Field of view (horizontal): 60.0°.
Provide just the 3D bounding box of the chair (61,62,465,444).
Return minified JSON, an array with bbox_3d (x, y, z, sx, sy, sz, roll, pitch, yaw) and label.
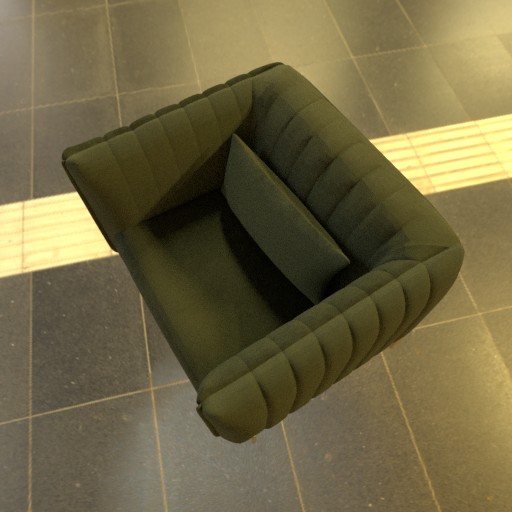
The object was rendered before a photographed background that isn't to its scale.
[{"bbox_3d":[0.000,0.000,1.619,0.877,0.794,1.032,-29,66,-15],"label":"chair"}]
